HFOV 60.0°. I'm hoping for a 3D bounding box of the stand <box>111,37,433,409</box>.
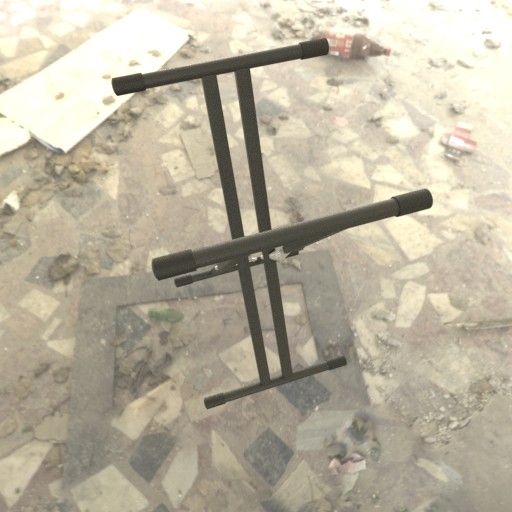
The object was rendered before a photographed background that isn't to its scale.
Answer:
[{"bbox_3d":[0.000,0.000,1.220,0.495,0.900,0.503,-15,59,-9],"label":"stand"}]
